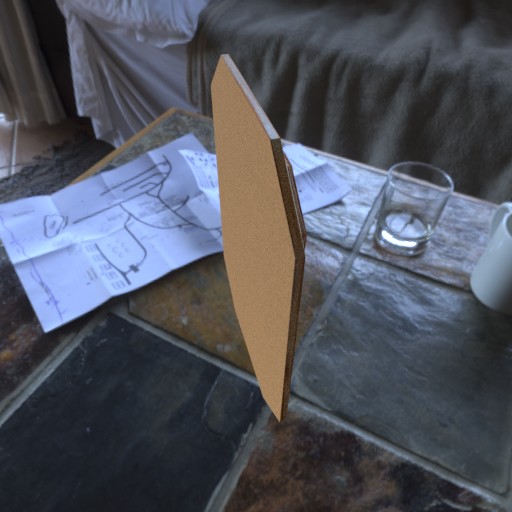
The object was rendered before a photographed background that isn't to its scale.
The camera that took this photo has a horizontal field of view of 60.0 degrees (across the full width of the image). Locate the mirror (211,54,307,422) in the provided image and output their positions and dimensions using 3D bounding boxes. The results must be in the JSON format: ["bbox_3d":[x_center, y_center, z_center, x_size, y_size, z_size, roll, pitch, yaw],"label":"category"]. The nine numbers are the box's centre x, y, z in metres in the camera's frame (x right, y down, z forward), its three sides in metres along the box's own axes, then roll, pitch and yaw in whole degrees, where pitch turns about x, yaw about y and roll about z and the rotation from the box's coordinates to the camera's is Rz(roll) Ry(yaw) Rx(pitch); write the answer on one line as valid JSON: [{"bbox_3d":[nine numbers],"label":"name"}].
[{"bbox_3d":[0.000,0.000,1.298,0.061,1.015,0.709,-12,48,-11],"label":"mirror"}]
